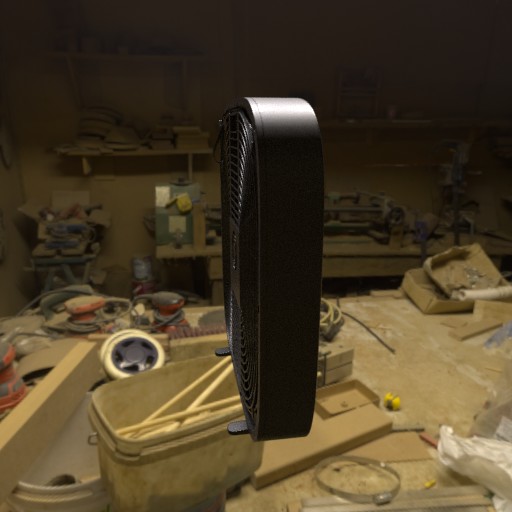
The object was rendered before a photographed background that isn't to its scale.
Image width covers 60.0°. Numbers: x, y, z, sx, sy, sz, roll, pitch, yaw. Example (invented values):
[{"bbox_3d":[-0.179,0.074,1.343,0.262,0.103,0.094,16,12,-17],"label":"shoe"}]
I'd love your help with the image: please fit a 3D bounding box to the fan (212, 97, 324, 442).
[{"bbox_3d":[0.000,0.000,0.807,0.142,0.533,0.526,-3,16,-9],"label":"fan"}]
